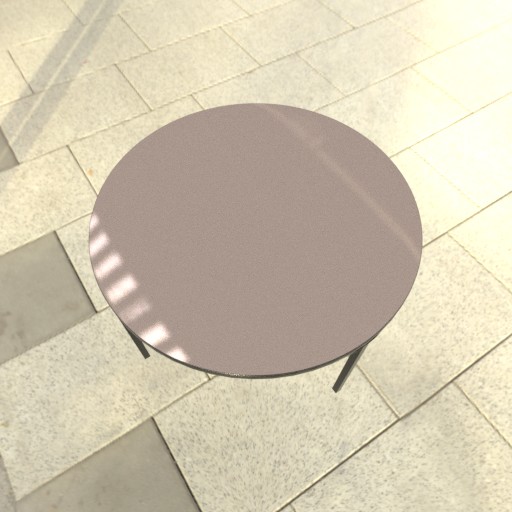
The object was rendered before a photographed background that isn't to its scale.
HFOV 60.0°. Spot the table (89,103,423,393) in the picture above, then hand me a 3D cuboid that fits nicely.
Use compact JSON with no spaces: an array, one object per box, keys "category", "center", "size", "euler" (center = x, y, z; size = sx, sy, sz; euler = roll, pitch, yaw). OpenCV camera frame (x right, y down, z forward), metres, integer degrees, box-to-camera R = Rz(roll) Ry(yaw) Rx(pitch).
[{"category":"table","center":[0.000,0.000,1.249],"size":[0.800,0.400,0.800],"euler":[0,58,0]}]
